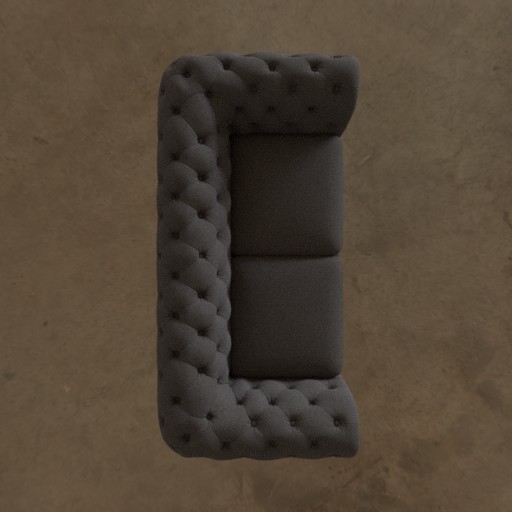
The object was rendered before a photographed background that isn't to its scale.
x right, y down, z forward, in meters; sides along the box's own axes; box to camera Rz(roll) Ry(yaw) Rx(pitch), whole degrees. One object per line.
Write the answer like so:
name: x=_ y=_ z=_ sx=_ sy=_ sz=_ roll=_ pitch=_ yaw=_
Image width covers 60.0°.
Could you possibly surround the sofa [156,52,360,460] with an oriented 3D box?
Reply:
sofa: x=0.000 y=0.000 z=2.425 sx=0.986 sy=0.764 sz=1.998 roll=0 pitch=90 yaw=-1
